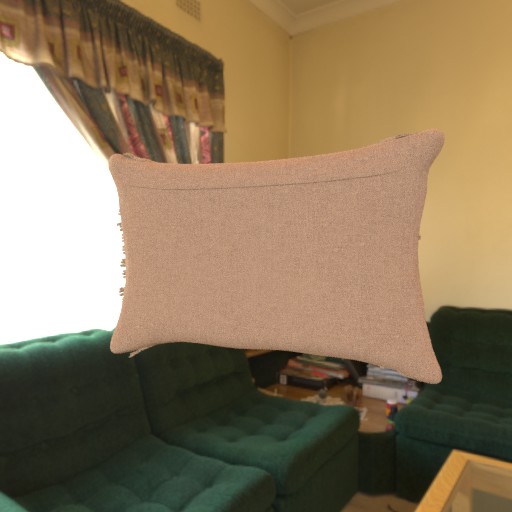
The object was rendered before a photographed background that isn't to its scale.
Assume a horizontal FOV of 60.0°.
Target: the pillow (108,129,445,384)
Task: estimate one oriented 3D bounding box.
[{"bbox_3d":[0.000,0.000,0.594,0.466,0.305,0.084,0,0,18],"label":"pillow"}]
